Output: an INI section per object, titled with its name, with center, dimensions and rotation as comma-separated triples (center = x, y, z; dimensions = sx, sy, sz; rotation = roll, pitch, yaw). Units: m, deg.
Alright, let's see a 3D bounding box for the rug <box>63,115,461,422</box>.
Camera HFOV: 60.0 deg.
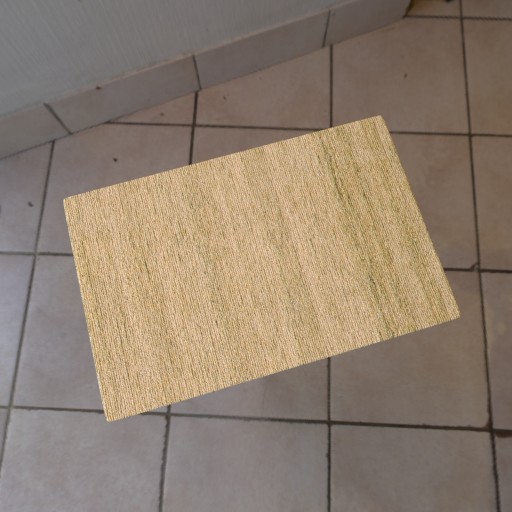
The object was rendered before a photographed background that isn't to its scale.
[rug]
center = 0.000, 0.000, 2.226
dimensions = 1.758, 0.010, 1.143
rotation = -16, 77, -4
